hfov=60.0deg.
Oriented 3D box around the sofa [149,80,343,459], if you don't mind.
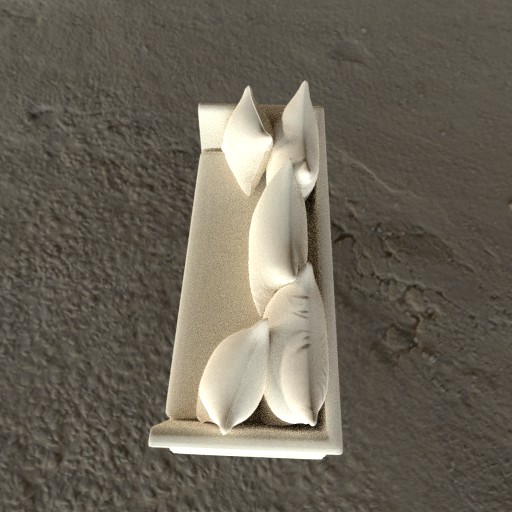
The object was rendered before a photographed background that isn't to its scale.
[{"bbox_3d":[0.000,0.000,3.009,1.030,1.042,2.484,2,60,1],"label":"sofa"}]
